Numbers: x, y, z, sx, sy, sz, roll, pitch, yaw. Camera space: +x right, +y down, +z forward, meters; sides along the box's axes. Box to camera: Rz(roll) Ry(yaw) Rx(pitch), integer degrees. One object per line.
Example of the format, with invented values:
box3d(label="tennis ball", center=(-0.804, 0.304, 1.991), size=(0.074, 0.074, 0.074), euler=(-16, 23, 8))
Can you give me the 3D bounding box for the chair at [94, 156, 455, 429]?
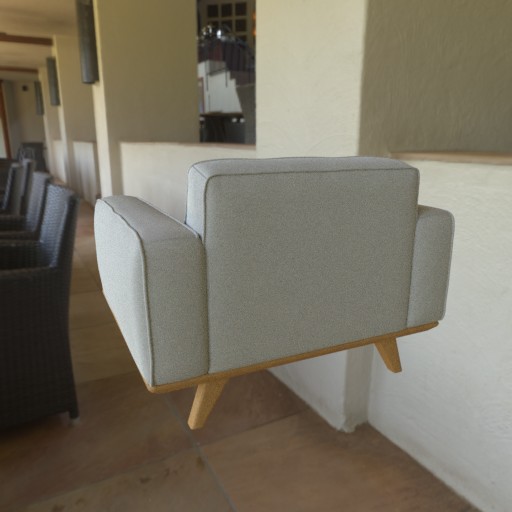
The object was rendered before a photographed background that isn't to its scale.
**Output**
box3d(label="chair", center=(0.000, 0.000, 1.734), size=(1.115, 0.779, 0.953), euler=(-7, 16, -24))
